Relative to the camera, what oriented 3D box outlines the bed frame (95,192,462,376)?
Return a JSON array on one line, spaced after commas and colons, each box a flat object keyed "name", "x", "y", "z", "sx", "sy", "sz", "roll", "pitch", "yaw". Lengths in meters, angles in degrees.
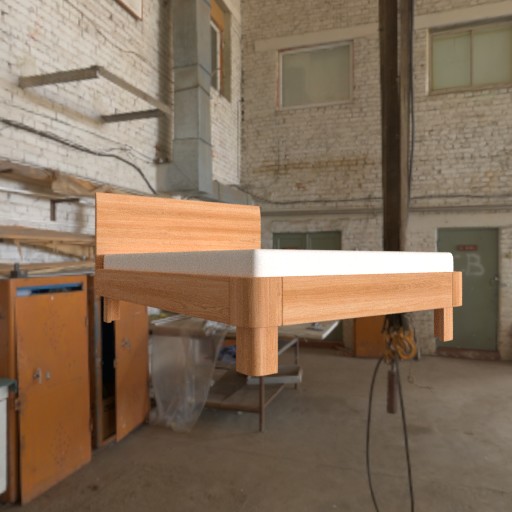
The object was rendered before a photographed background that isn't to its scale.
[{"name": "bed frame", "x": 0.000, "y": 0.000, "z": 2.853, "sx": 1.472, "sy": 0.940, "sz": 1.992, "roll": 0, "pitch": -1, "yaw": -35}]
